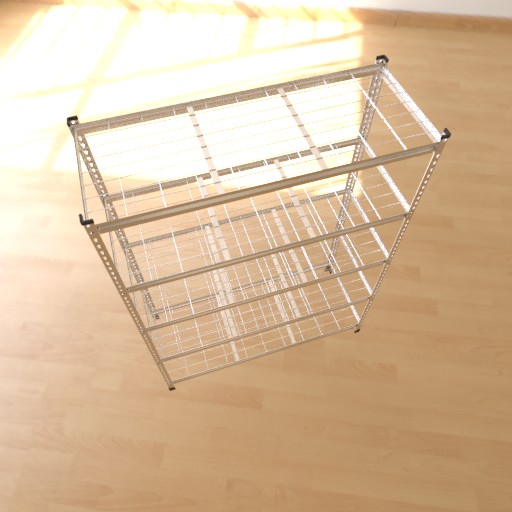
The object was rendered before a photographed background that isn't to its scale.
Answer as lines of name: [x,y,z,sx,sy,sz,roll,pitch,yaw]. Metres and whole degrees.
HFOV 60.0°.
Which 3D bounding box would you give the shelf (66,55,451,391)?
shelf: [0.000,0.000,2.701,1.524,1.981,0.610,-15,58,-10]
